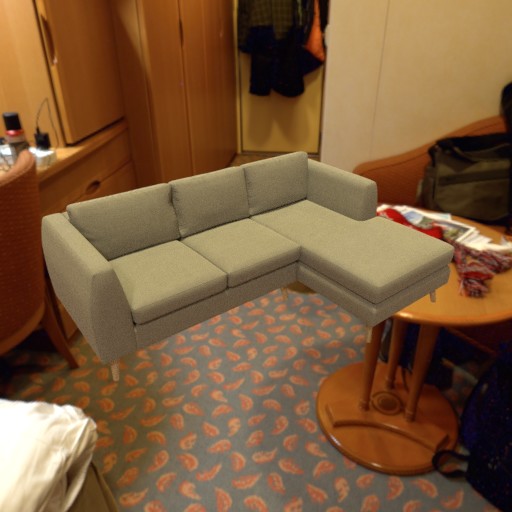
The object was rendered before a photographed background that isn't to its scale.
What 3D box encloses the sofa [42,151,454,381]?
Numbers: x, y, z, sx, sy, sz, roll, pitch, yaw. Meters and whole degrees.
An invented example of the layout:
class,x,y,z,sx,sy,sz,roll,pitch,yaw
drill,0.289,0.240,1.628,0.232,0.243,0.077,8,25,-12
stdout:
class,x,y,z,sx,sy,sz,roll,pitch,yaw
sofa,0.000,0.000,2.994,2.300,0.860,1.580,-21,35,-32
